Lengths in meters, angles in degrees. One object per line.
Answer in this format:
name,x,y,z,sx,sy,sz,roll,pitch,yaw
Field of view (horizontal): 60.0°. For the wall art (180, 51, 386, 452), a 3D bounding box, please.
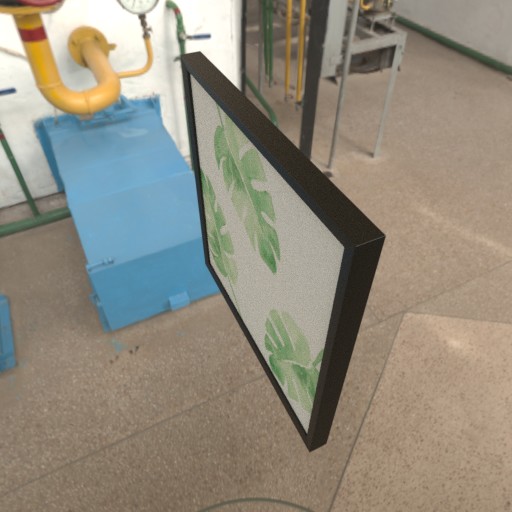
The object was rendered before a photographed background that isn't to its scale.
wall art,0.000,0.000,0.764,0.036,0.508,0.508,-19,49,-18
